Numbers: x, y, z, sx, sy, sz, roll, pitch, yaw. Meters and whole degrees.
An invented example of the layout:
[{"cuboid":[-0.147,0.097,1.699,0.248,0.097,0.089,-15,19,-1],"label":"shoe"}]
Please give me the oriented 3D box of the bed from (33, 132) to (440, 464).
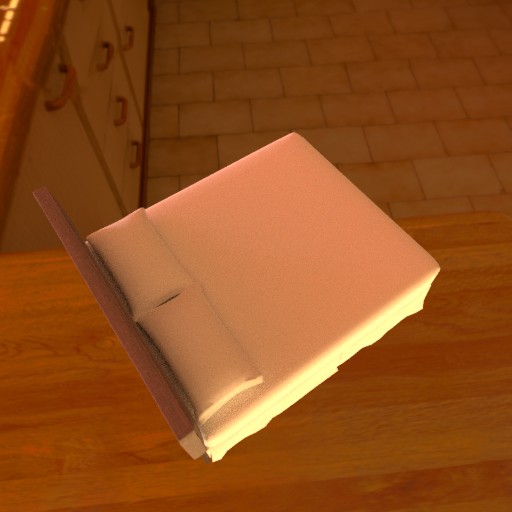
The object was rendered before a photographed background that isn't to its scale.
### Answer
[{"cuboid":[0.000,0.000,2.823,1.894,1.089,1.610,-32,64,-18],"label":"bed"}]
